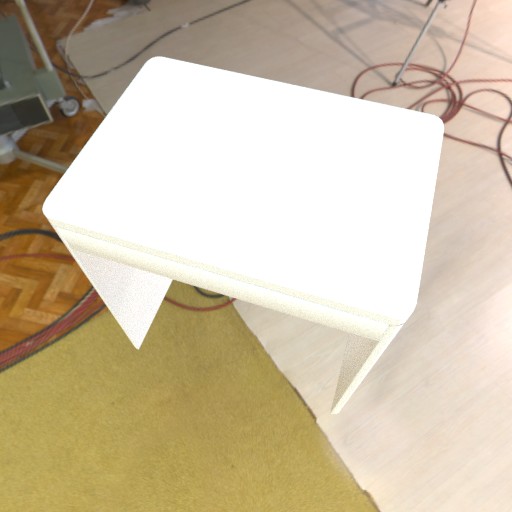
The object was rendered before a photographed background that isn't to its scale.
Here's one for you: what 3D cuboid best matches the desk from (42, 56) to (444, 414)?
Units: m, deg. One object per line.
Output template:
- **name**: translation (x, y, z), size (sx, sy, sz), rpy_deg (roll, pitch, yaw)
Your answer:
- **desk**: translation (0.000, 0.000, 1.314), size (0.762, 0.800, 0.549), rpy_deg (16, 60, 9)
